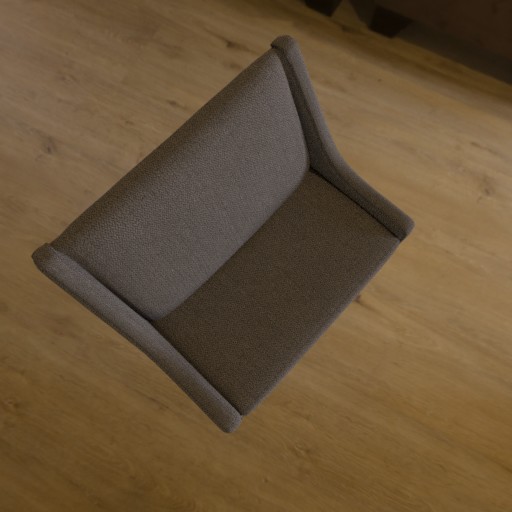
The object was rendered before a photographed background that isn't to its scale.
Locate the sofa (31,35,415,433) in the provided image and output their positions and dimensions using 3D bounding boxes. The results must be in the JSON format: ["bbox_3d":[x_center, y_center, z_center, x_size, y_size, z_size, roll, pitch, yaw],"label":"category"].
[{"bbox_3d":[0.000,0.000,1.925,0.873,1.022,1.242,42,78,11],"label":"sofa"}]
